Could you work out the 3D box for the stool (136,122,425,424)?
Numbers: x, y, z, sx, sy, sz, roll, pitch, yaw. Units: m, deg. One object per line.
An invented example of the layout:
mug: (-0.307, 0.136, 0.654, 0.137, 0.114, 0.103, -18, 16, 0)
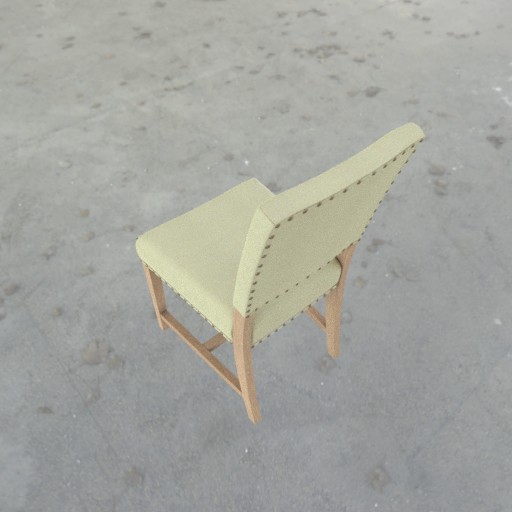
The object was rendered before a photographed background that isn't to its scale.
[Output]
stool: (0.000, 0.000, 1.349, 0.508, 0.986, 0.623, -32, 55, -26)
